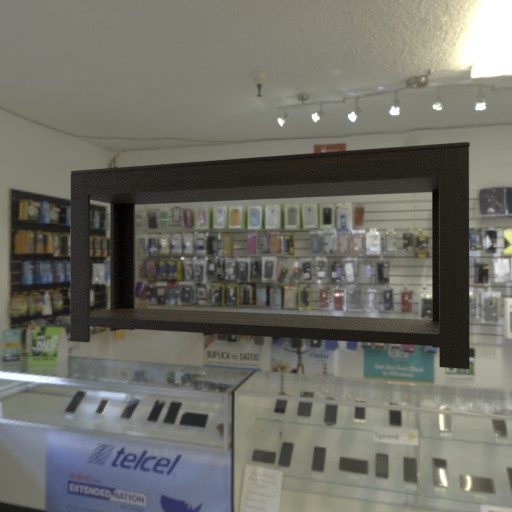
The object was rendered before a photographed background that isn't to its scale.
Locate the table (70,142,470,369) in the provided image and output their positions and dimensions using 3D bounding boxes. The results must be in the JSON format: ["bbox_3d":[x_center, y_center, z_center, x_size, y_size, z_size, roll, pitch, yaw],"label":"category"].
[{"bbox_3d":[0.000,0.000,1.914,1.631,0.762,0.384,0,0,18],"label":"table"}]
